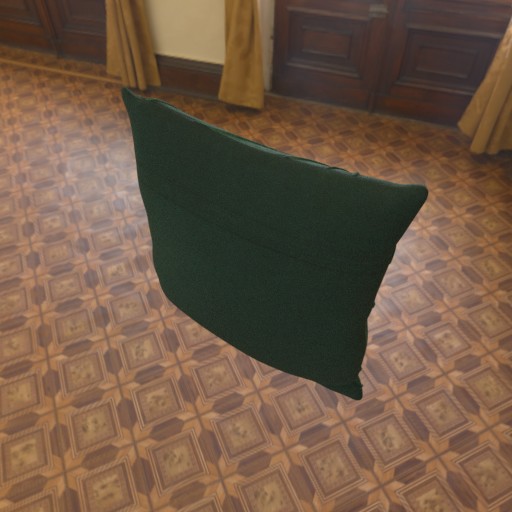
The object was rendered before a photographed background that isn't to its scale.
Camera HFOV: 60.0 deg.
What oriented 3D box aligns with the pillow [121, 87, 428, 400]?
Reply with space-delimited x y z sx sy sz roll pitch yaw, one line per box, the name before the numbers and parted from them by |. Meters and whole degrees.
pillow | 0.000 0.000 0.680 0.439 0.440 0.184 26 52 22
